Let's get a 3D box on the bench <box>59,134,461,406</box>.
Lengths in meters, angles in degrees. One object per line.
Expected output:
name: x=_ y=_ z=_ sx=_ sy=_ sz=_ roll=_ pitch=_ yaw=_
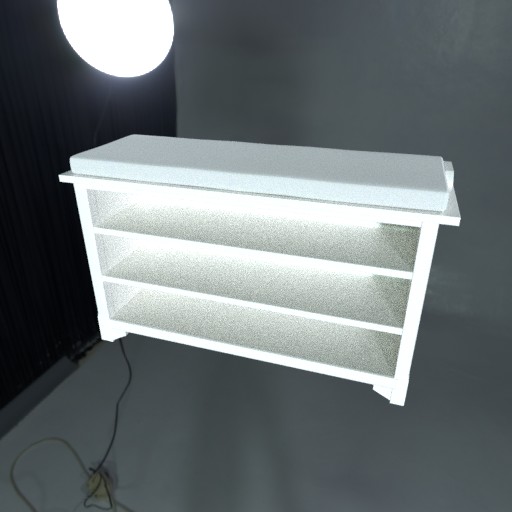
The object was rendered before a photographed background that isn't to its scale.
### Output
bench: x=0.000 y=0.000 z=1.294 sx=0.987 sy=0.589 sz=0.346 roll=8 pitch=28 yaw=16
